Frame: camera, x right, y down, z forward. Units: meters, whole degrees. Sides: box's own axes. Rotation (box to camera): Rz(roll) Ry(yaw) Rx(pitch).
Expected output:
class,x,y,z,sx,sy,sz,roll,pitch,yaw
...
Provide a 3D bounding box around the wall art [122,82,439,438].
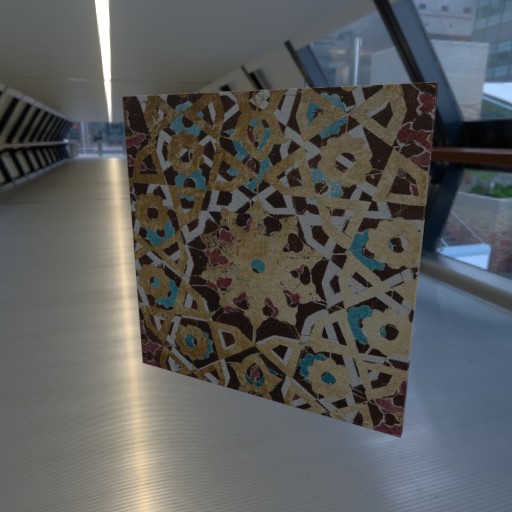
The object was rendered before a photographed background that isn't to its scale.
class,x,y,z,sx,sy,sz,roll,pitch,yaw
wall art,0.000,0.000,1.088,0.757,0.762,0.028,8,17,26
